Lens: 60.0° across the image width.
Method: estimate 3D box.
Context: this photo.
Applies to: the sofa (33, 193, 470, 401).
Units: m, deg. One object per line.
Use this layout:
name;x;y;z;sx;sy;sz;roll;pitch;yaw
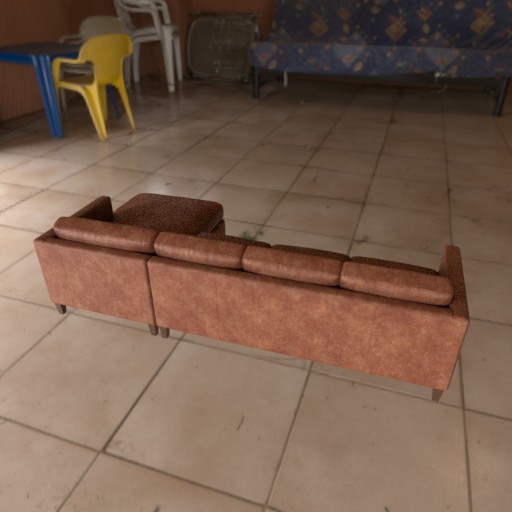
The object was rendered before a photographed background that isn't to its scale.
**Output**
sofa;0.000;0.000;3.858;3.203;0.883;1.581;10;33;15
